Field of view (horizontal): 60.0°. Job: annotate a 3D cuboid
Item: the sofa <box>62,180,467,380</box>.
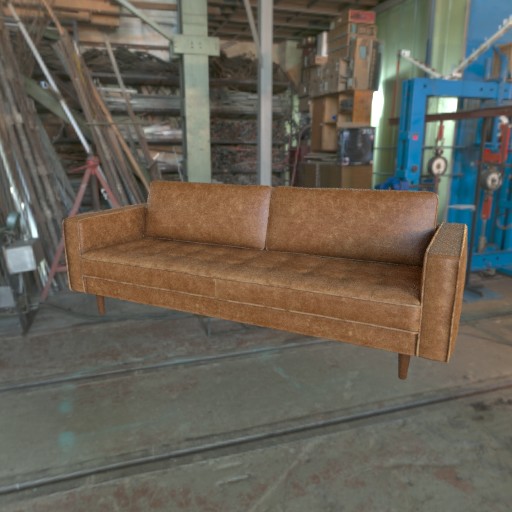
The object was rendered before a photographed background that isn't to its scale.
[{"bbox_3d":[0.000,0.000,2.568,2.199,0.779,0.886,7,15,25],"label":"sofa"}]
